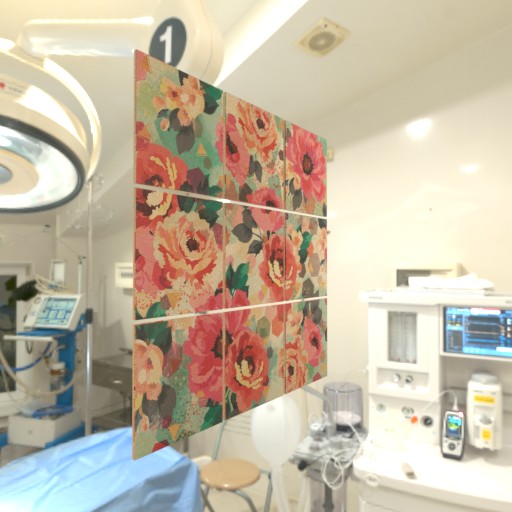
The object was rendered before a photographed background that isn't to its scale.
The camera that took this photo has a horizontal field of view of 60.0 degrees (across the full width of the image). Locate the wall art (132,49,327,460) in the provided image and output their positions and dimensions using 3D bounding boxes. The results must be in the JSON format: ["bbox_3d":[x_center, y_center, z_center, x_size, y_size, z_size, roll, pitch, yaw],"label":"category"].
[{"bbox_3d":[0.000,0.000,1.805,0.013,1.220,1.216,-1,-1,37],"label":"wall art"}]
